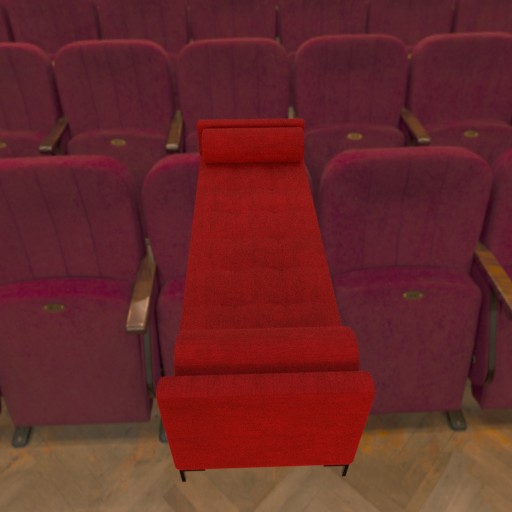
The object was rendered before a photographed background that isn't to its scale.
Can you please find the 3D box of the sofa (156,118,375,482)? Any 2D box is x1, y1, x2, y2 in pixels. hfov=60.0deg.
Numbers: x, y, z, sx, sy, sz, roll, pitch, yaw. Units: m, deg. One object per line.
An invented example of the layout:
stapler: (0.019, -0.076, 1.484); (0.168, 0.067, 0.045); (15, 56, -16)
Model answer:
sofa: (0.000, 0.000, 2.293); (0.686, 0.635, 1.981); (-1, 41, -1)
